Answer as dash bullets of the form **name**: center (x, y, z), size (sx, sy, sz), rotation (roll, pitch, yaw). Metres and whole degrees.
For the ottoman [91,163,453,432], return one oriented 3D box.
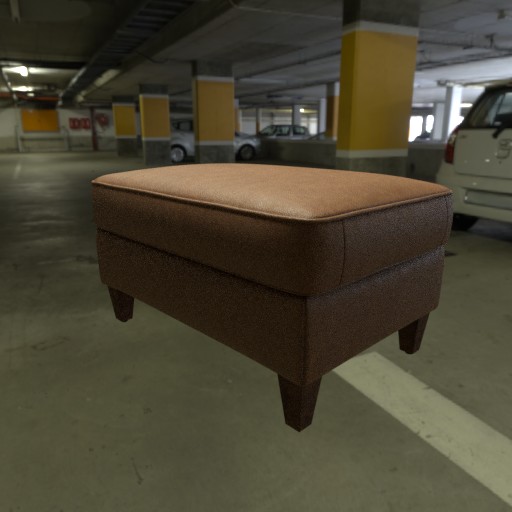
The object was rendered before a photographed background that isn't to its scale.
- **ottoman**: center (0.000, 0.000, 1.227), size (0.584, 0.483, 0.864), rotation (-15, 21, -42)
